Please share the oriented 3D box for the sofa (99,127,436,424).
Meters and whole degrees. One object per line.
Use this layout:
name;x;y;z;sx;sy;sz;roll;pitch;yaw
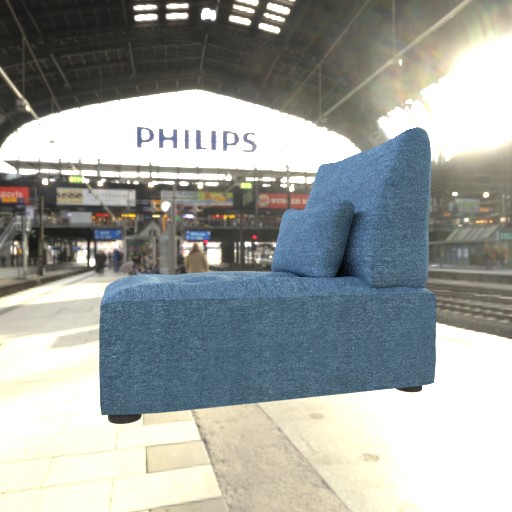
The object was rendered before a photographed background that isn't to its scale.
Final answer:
sofa;0.000;0.000;1.535;1.000;0.820;0.700;0;0;-17
